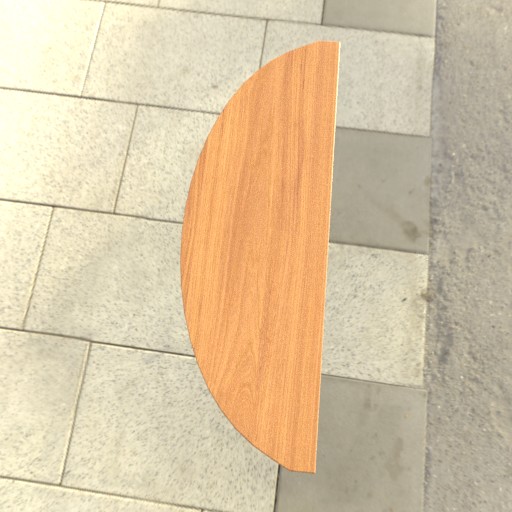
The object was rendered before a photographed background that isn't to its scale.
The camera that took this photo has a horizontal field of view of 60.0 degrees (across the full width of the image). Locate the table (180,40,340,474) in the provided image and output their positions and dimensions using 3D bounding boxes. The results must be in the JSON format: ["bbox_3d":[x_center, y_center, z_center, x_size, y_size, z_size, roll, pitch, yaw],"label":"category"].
[{"bbox_3d":[0.000,0.000,1.528,0.394,0.692,1.198,5,76,1],"label":"table"}]
